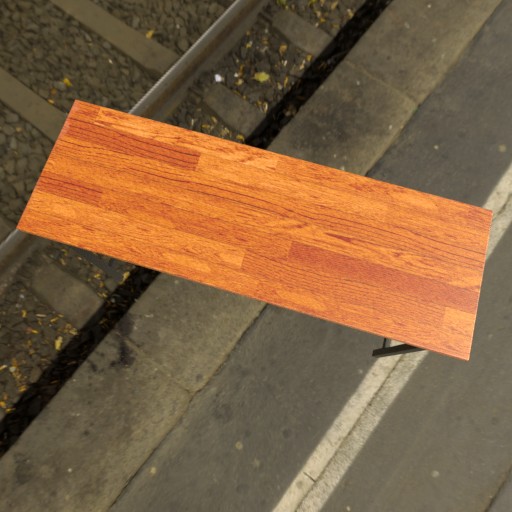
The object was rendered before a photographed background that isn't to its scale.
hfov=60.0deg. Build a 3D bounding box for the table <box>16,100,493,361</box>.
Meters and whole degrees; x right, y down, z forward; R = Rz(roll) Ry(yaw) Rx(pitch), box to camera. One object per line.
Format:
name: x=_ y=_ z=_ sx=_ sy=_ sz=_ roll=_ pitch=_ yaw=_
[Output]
table: x=0.000 y=0.000 z=1.534 sx=1.204 sy=0.740 sz=0.408 roll=16 pitch=75 yaw=4
